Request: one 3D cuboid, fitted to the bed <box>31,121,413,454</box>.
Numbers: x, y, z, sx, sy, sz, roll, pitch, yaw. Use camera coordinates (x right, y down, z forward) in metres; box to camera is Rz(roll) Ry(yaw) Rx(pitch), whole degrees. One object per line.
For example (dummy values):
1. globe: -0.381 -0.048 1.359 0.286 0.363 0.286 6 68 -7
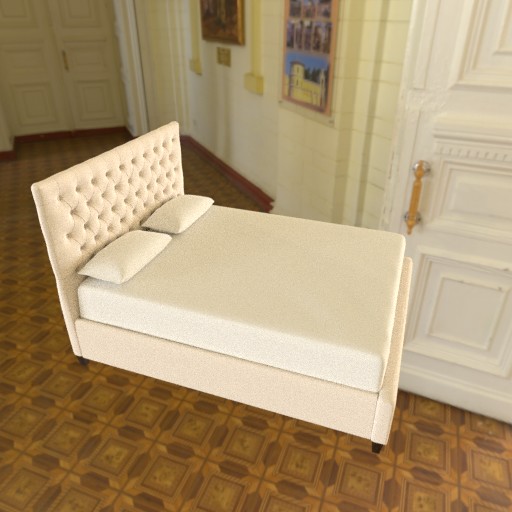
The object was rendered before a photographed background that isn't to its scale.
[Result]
1. bed: 0.000 0.000 3.278 2.233 1.426 1.696 10 32 17
